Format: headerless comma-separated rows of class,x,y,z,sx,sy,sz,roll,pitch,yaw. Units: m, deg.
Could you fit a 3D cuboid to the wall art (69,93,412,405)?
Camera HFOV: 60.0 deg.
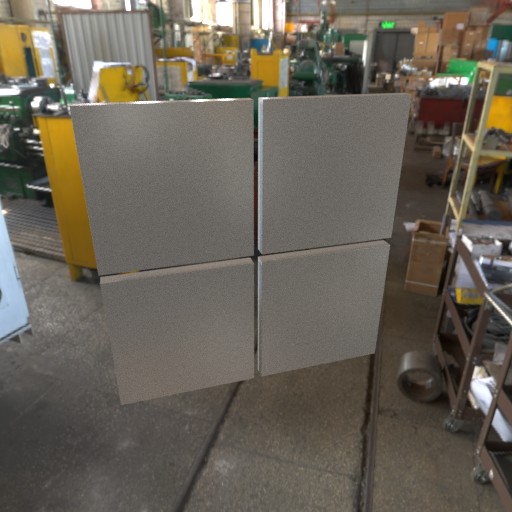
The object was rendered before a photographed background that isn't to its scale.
wall art,0.000,0.000,0.908,0.611,0.611,0.029,-7,27,-15
